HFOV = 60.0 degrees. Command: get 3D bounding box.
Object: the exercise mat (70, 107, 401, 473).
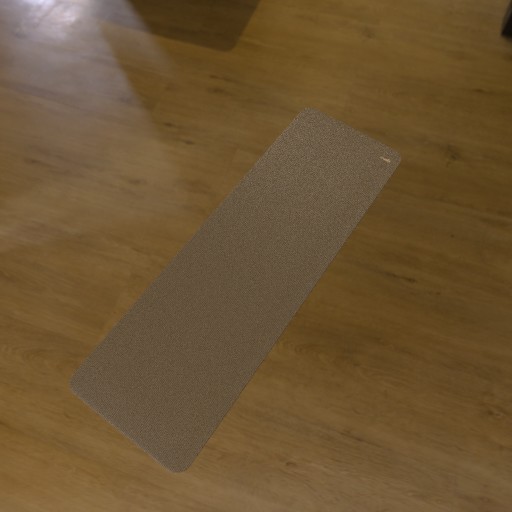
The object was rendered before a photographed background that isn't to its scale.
[{"bbox_3d":[0.000,0.000,2.090,0.616,0.021,1.884,32,68,15],"label":"exercise mat"}]
